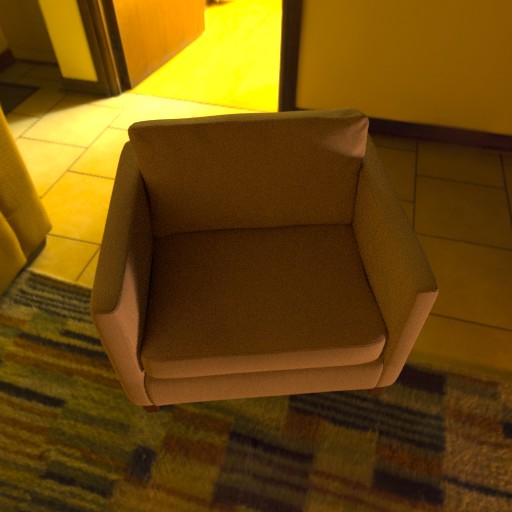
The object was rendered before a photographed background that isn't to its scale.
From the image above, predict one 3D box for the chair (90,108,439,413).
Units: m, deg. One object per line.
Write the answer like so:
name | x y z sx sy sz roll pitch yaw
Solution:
chair | 0.000 0.000 1.832 1.107 0.961 0.959 -4 48 -3
